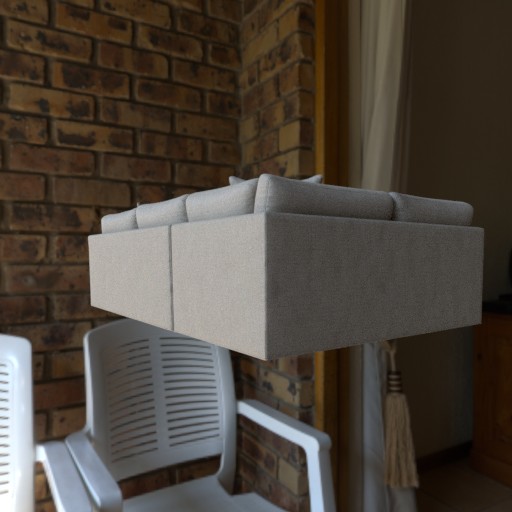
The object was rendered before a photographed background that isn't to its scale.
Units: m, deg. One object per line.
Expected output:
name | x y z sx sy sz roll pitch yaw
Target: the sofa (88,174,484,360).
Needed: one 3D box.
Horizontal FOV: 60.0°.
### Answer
sofa | 0.000 0.000 3.767 1.994 0.978 2.896 0 0 -36
